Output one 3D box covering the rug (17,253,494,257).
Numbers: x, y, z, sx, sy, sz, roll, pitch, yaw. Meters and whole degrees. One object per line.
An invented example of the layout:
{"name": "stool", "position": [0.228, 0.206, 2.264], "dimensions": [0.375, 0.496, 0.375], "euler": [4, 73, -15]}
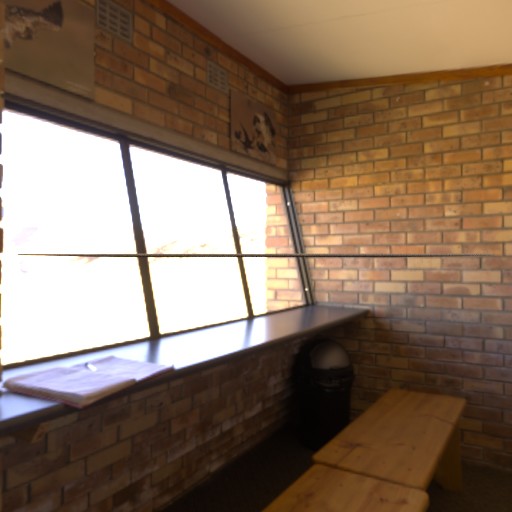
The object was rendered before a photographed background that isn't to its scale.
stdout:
{"name": "rug", "position": [0.000, 0.000, 2.305], "dimensions": [1.828, 0.007, 1.220], "euler": [0, -1, 0]}
